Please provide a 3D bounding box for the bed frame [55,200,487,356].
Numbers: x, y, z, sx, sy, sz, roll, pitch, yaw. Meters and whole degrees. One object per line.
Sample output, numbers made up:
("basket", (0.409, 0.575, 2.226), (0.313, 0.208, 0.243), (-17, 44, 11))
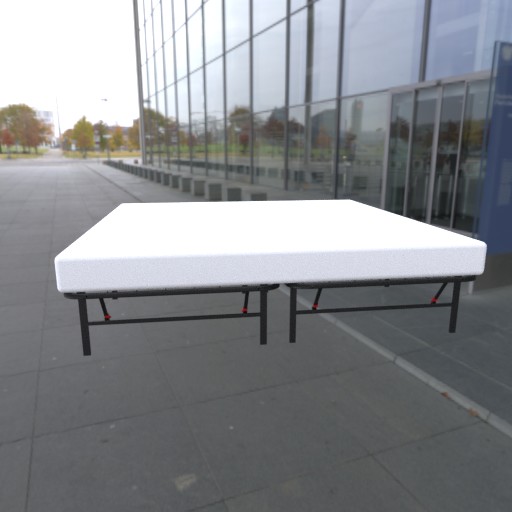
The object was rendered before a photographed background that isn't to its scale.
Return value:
("bed frame", (0.000, 0.000, 3.016), (2.033, 0.525, 1.935), (-2, 14, -8))
